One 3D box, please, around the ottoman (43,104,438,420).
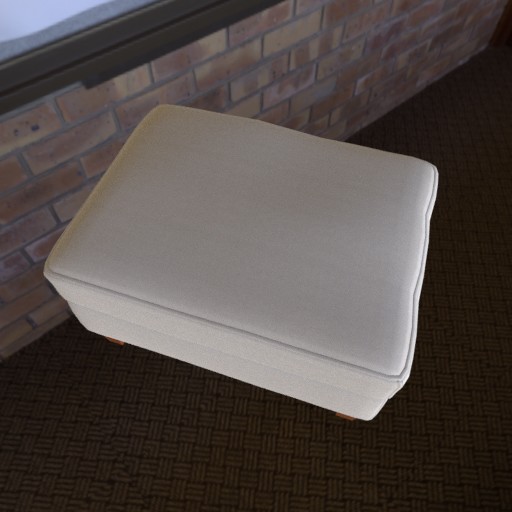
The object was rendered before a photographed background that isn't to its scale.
[{"bbox_3d":[0.000,0.000,1.222,0.818,0.496,0.634,15,58,10],"label":"ottoman"}]
